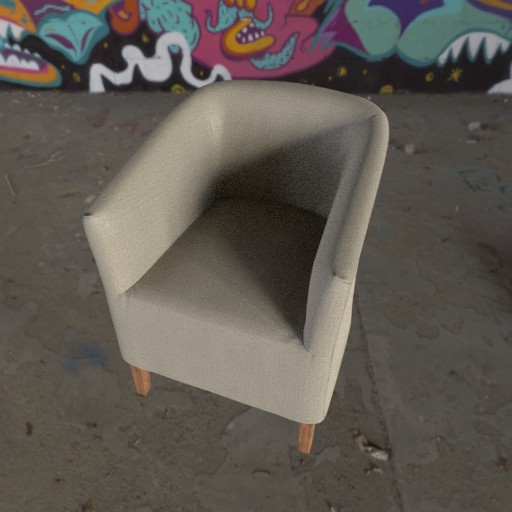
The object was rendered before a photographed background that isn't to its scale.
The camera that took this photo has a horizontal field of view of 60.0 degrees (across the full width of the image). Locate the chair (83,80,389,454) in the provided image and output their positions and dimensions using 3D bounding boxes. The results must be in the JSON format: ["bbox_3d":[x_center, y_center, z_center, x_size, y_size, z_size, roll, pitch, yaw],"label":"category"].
[{"bbox_3d":[0.000,0.000,1.273,0.600,0.771,0.668,14,43,15],"label":"chair"}]
